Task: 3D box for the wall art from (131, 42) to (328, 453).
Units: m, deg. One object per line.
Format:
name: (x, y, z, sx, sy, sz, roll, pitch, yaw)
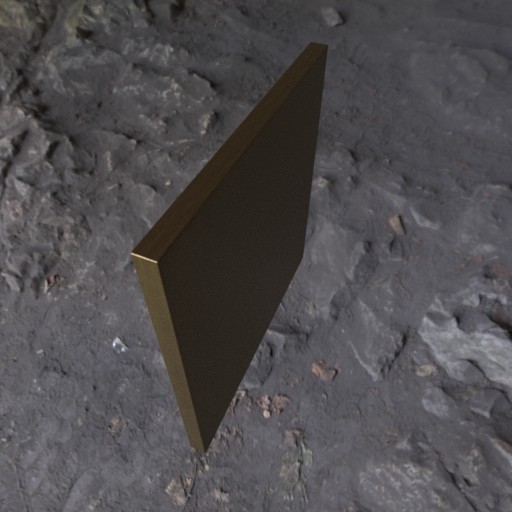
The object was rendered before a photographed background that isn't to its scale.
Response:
wall art: (0.000, 0.000, 0.743, 0.030, 0.506, 0.503, 18, 51, 16)
